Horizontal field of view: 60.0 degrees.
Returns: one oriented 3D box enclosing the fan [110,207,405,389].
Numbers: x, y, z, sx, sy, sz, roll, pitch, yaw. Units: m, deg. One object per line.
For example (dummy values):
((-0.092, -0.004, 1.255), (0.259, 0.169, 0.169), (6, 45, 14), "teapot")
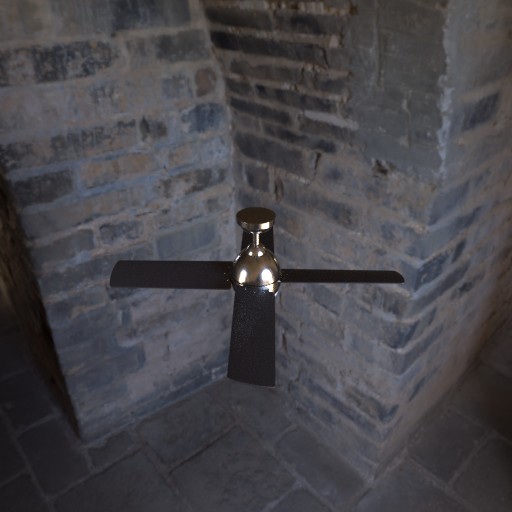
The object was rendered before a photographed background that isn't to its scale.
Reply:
((0.000, 0.000, 1.983), (1.332, 0.403, 1.332), (1, 31, 1), "fan")
